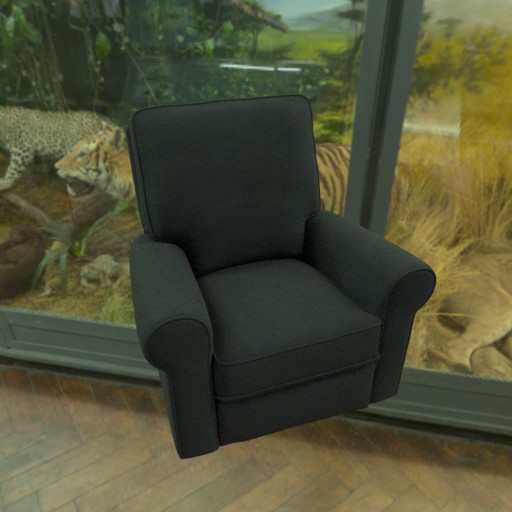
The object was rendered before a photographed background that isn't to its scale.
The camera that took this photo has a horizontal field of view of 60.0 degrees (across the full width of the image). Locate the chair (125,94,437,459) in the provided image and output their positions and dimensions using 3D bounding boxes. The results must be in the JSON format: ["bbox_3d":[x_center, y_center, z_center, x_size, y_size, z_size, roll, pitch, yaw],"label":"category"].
[{"bbox_3d":[0.000,0.000,1.574,0.890,0.961,0.878,-10,32,-16],"label":"chair"}]
